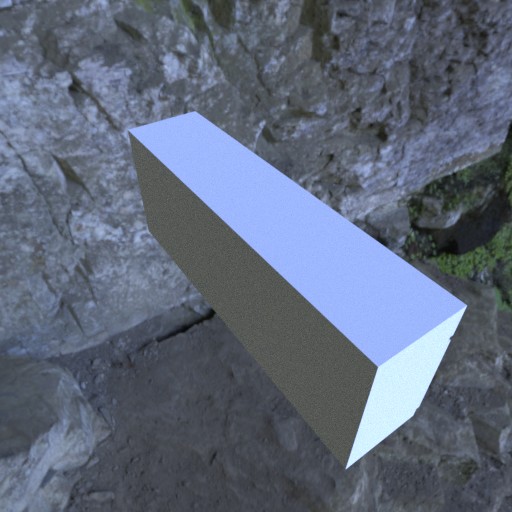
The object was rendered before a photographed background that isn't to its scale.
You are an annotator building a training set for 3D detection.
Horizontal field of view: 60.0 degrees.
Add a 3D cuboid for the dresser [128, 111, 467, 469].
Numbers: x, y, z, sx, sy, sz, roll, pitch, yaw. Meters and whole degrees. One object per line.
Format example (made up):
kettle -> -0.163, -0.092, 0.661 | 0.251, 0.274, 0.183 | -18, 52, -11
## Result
dresser -> 0.000, 0.000, 2.596 | 0.500, 0.840, 2.200 | -25, 48, -25
